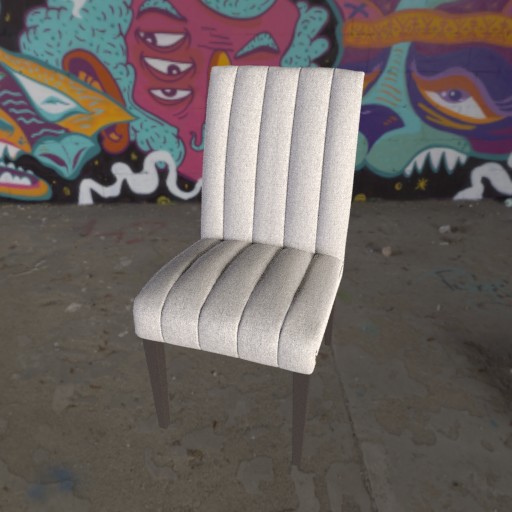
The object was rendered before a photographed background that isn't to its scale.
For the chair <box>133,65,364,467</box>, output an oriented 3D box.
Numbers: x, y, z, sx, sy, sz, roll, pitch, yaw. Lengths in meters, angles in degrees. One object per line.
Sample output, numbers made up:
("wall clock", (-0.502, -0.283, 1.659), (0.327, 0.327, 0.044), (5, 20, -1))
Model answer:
("chair", (0.000, 0.000, 1.341), (0.511, 1.016, 0.647), (9, 29, 16))
